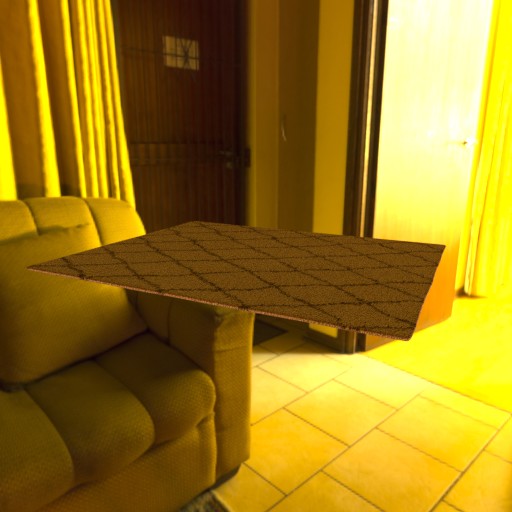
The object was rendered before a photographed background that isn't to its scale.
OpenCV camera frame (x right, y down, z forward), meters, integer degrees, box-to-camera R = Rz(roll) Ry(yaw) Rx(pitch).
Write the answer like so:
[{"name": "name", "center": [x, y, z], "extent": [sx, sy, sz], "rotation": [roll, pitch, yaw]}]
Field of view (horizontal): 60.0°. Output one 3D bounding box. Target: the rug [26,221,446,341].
[{"name": "rug", "center": [0.000, 0.000, 4.048], "extent": [3.047, 0.029, 2.438], "rotation": [7, 16, 26]}]
